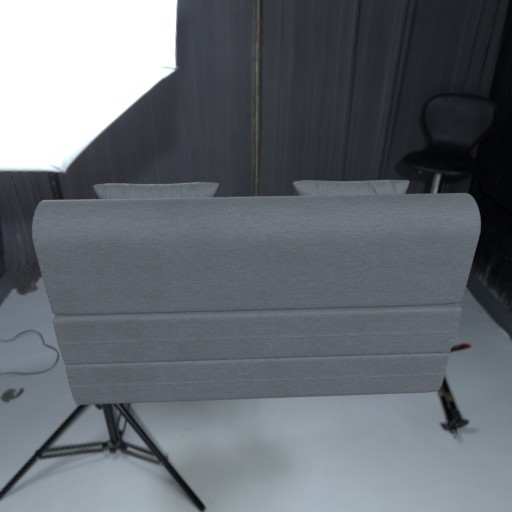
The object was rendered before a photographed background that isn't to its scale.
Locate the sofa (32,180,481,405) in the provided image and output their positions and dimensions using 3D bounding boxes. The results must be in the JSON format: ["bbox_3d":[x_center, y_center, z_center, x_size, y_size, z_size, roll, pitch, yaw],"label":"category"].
[{"bbox_3d":[0.000,0.000,1.642,1.225,0.670,0.762,-1,29,-2],"label":"sofa"}]
